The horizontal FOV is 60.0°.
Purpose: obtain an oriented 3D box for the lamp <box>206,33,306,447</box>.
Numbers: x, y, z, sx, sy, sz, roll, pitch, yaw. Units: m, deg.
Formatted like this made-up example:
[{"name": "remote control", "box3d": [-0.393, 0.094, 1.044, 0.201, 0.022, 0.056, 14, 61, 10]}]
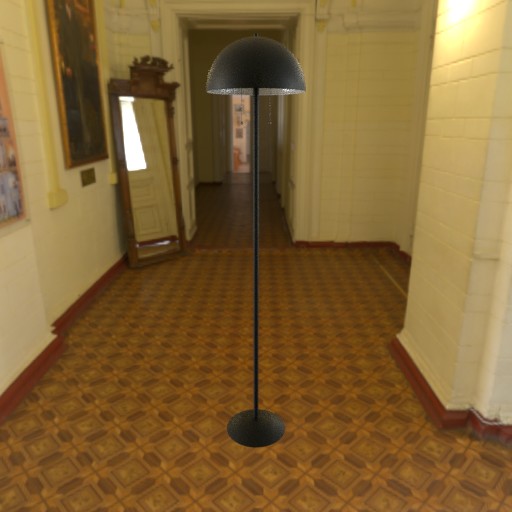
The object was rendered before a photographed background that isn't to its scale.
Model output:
[{"name": "lamp", "box3d": [0.000, 0.000, 1.627, 0.328, 1.480, 0.328, -16, 23, -43]}]
